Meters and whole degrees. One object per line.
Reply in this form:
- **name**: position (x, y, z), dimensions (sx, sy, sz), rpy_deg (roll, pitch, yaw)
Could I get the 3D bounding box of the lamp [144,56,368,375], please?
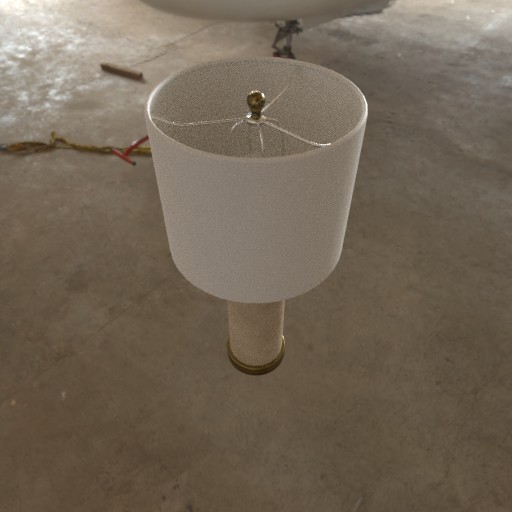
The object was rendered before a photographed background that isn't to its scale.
- **lamp**: position (0.000, 0.000, 0.828), dimensions (0.305, 0.634, 0.305), rpy_deg (-10, 46, -9)
